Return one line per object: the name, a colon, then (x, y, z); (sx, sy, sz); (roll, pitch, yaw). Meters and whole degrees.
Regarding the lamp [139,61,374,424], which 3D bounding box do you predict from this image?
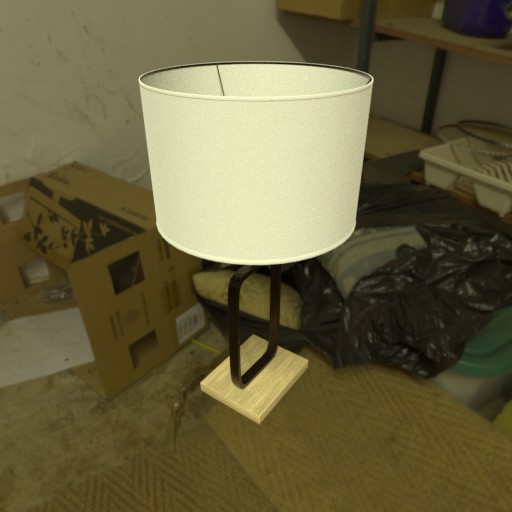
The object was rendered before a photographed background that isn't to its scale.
lamp: (0.000, 0.000, 0.666); (0.279, 0.508, 0.279); (20, 36, 30)
